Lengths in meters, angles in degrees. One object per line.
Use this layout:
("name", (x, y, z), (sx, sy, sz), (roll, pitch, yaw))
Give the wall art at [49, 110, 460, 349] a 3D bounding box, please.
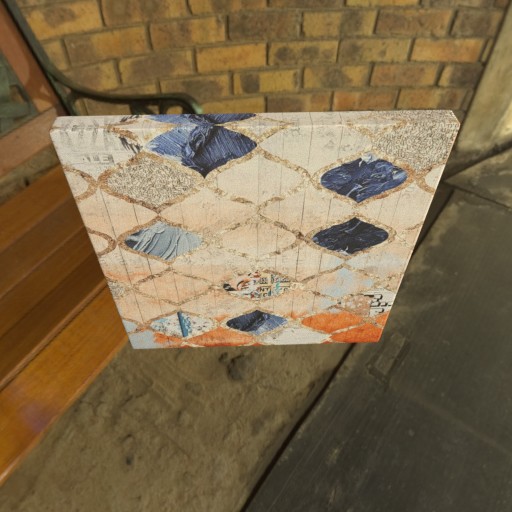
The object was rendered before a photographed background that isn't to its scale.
("wall art", (0.000, 0.000, 0.741), (0.507, 0.508, 0.038), (-1, 47, -1))
